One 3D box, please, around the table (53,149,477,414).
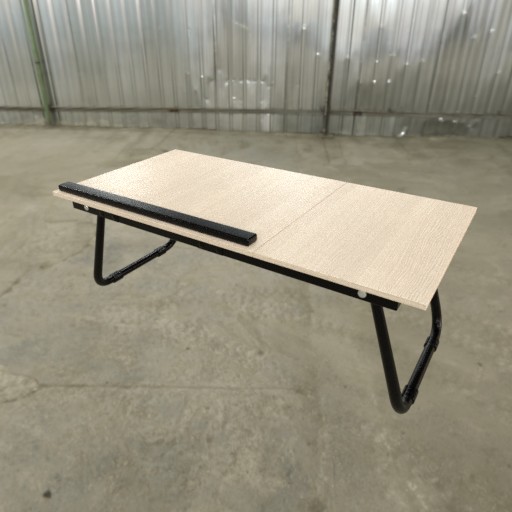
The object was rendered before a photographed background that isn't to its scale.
[{"bbox_3d":[0.000,0.000,0.799,0.644,0.242,0.322,17,33,28],"label":"table"}]
